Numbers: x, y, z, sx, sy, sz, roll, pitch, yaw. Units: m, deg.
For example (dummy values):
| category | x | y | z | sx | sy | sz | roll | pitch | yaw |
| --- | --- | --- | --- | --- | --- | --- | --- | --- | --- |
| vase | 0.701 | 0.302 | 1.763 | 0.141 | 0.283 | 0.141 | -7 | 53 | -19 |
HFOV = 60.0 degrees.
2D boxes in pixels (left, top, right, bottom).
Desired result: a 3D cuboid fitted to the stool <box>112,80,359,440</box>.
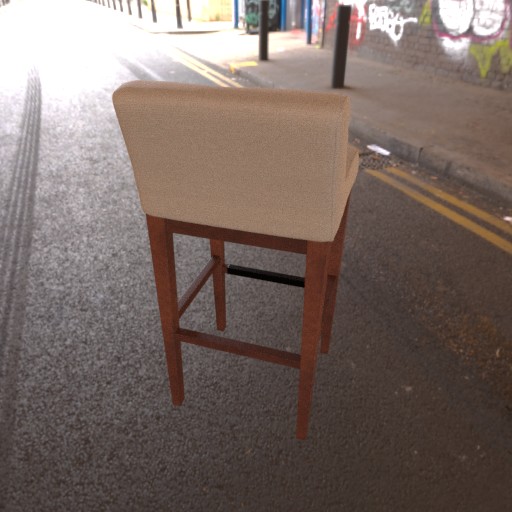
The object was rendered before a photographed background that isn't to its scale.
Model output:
| category | x | y | z | sx | sy | sz | roll | pitch | yaw |
| --- | --- | --- | --- | --- | --- | --- | --- | --- | --- |
| stool | 0.000 | 0.000 | 1.336 | 0.511 | 1.037 | 0.500 | 10 | 33 | 15 |
